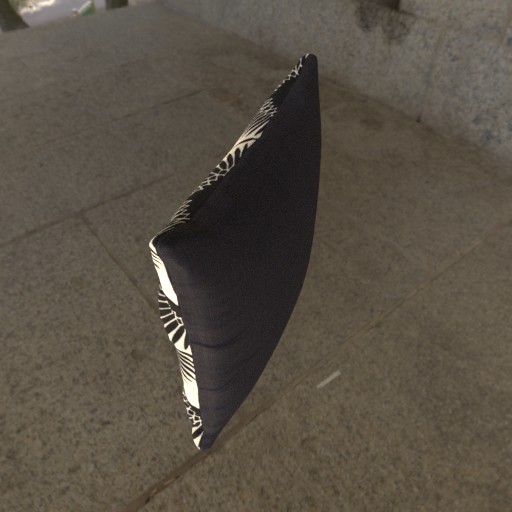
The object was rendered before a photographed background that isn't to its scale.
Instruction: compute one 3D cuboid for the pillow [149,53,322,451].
[{"bbox_3d":[0.000,0.000,0.652,0.139,0.432,0.432,16,48,15],"label":"pillow"}]
